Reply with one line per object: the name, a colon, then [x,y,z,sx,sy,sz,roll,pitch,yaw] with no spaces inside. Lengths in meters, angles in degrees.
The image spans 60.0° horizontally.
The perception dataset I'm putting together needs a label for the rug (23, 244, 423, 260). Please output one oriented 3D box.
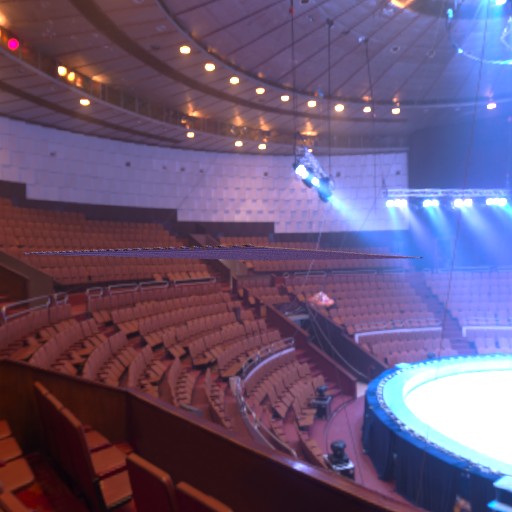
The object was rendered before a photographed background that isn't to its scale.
rug: [0.000,0.000,2.928,1.544,0.010,2.315,-1,-2,35]
